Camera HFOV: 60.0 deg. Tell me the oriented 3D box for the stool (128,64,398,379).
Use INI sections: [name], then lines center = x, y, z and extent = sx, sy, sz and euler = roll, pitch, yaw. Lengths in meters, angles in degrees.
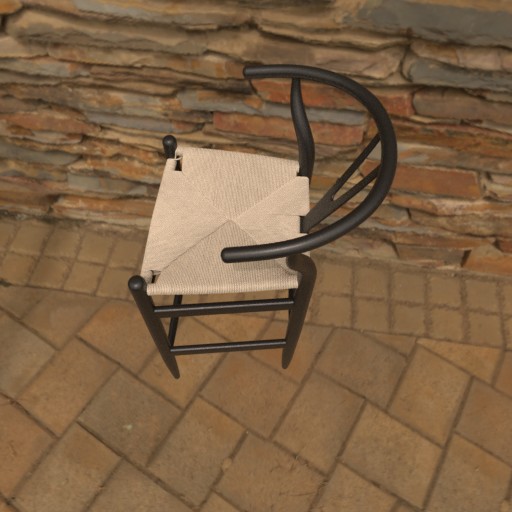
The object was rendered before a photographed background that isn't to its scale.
[stool]
center = 0.000, 0.000, 1.320
extent = 0.579, 0.970, 0.569
euler = 3, 58, 2
